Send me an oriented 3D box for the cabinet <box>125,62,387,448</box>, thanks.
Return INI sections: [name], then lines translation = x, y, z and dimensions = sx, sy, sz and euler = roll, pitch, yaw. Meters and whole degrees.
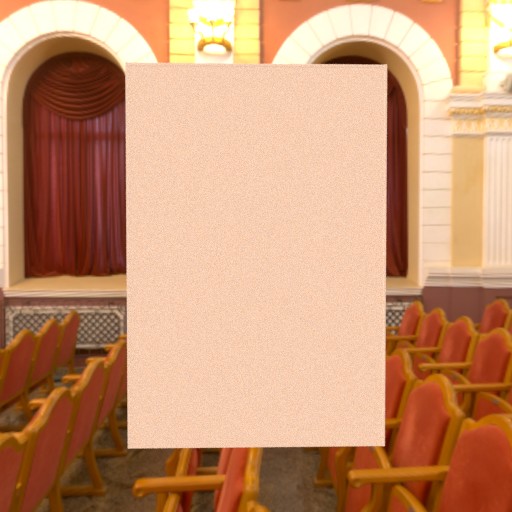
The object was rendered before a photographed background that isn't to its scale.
[cabinet]
translation = 0.000, 0.000, 2.458
dimensions = 1.290, 1.910, 0.510
euler = 0, 1, -1
